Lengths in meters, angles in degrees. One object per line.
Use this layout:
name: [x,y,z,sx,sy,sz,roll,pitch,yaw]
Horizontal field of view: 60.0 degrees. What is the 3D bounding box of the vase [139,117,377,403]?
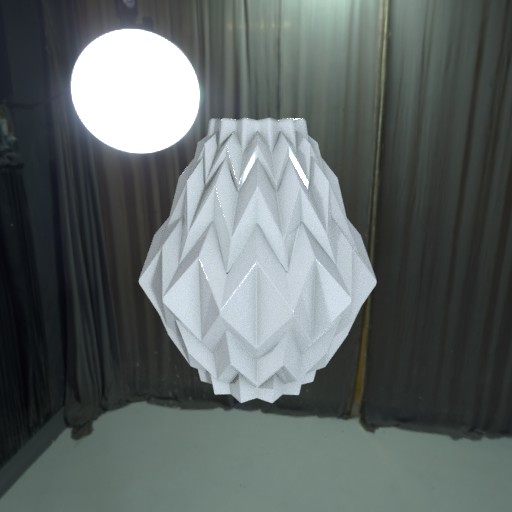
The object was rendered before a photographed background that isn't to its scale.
vase: [0.000,0.000,0.313,0.164,0.185,0.164,0,16,0]
